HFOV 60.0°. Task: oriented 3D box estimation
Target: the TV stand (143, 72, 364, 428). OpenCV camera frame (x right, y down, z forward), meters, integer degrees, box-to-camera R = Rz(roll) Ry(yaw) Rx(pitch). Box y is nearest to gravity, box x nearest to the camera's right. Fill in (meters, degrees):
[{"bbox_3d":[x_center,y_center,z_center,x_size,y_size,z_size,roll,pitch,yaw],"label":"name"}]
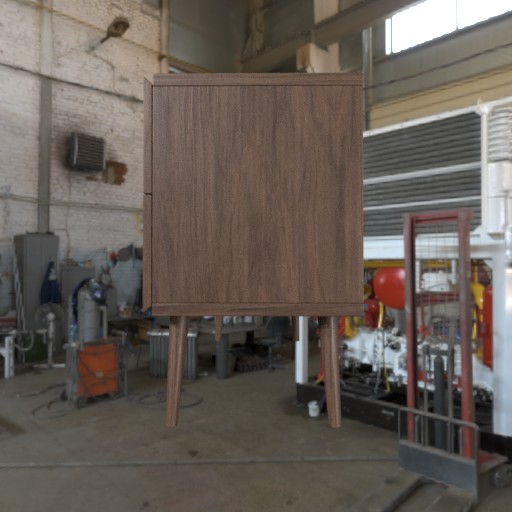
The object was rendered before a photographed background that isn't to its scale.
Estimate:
[{"bbox_3d":[0.000,0.000,1.307,0.405,0.660,0.990,0,-1,1],"label":"TV stand"}]
